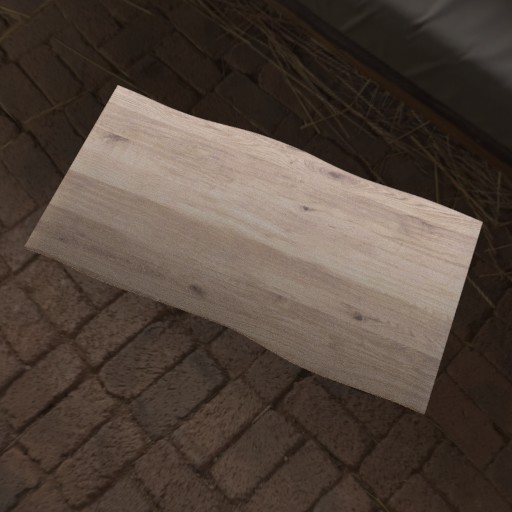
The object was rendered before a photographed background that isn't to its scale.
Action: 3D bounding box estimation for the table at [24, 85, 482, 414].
[{"bbox_3d":[0.000,0.000,2.293,1.800,0.780,0.900,22,76,6],"label":"table"}]
